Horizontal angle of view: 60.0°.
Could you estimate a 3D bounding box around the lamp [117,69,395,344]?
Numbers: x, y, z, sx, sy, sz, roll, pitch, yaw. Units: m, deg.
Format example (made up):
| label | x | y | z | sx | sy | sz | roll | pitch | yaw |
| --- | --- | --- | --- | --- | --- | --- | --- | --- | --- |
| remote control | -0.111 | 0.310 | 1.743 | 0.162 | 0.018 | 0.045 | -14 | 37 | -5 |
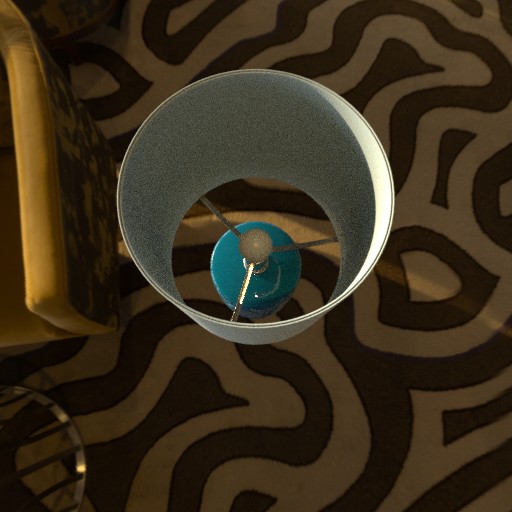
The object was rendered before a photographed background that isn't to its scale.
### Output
| label | x | y | z | sx | sy | sz | roll | pitch | yaw |
| --- | --- | --- | --- | --- | --- | --- | --- | --- | --- |
| lamp | 0.000 | 0.000 | 0.491 | 0.193 | 0.377 | 0.193 | -11 | 76 | -3 |
